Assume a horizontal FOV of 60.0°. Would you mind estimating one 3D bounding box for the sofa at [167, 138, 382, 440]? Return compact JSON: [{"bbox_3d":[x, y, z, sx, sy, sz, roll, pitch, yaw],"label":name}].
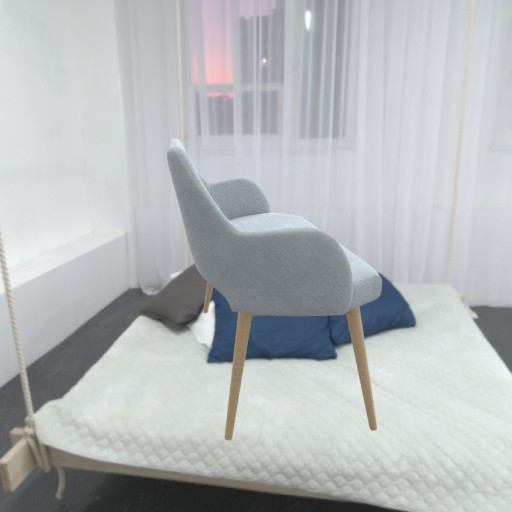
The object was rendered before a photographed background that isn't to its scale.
[{"bbox_3d":[0.000,0.000,1.669,0.610,0.840,1.150,-3,17,-10],"label":"sofa"}]
